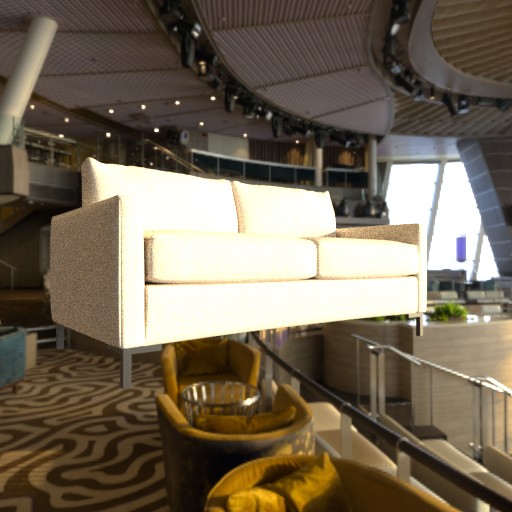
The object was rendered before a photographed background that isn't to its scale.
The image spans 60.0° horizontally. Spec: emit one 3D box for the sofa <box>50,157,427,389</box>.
[{"bbox_3d":[0.000,0.000,2.095,1.651,0.812,0.839,1,-1,-37],"label":"sofa"}]
